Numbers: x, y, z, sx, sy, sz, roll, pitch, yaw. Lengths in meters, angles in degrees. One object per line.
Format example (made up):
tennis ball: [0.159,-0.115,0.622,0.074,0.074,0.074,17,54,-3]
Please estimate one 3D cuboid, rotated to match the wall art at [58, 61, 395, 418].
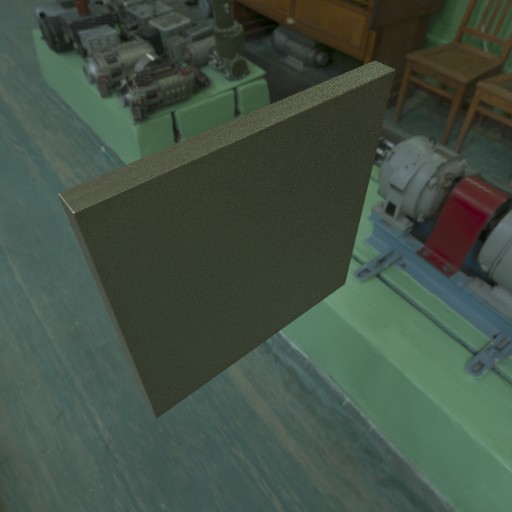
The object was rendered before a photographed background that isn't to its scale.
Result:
wall art: [0.000,0.000,0.747,0.503,0.506,0.040,-31,55,-25]
